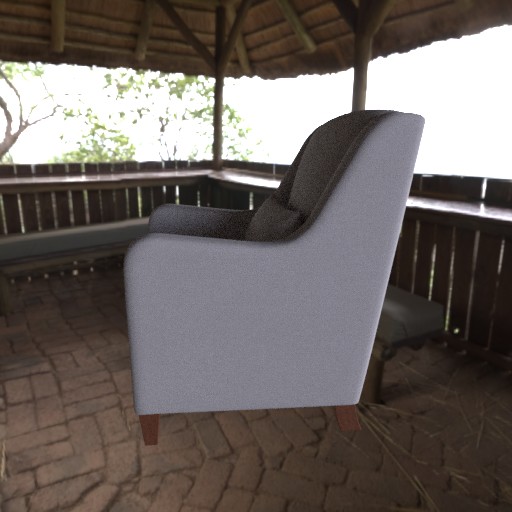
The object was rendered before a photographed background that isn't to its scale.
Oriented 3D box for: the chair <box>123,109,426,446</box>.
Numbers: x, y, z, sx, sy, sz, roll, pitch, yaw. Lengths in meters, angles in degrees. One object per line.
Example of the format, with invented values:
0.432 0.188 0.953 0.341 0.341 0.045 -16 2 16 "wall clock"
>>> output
0.000 0.000 1.607 0.863 1.010 0.715 -2 14 -7 "chair"
